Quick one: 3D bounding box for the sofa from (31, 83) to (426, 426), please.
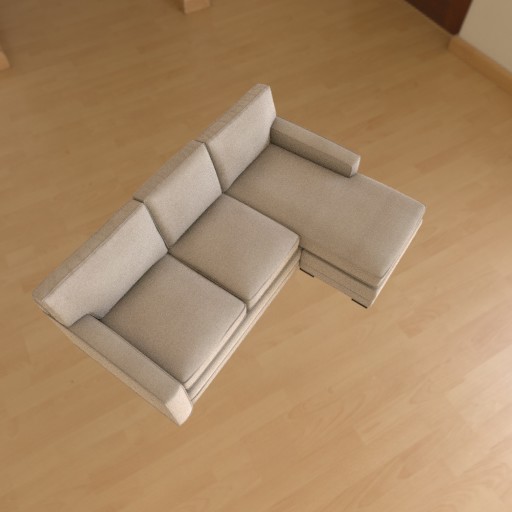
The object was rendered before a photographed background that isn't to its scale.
[{"bbox_3d":[0.000,0.000,2.807,1.496,0.861,2.087,31,63,18],"label":"sofa"}]
